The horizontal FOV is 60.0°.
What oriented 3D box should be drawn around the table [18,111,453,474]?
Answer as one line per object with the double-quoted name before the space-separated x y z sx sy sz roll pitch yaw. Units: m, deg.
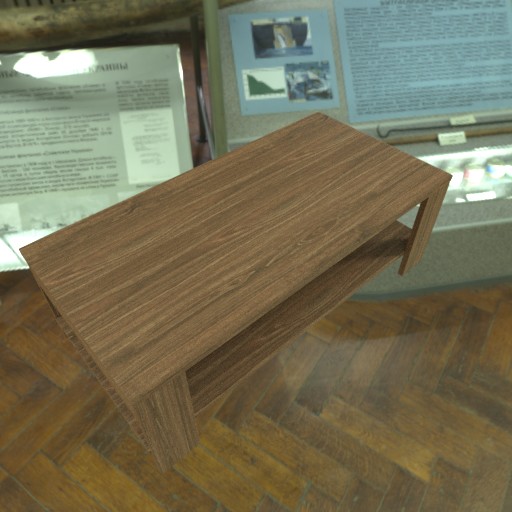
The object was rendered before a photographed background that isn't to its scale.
"table" 0.000 0.000 1.470 1.200 0.400 0.600 -32 53 -28
